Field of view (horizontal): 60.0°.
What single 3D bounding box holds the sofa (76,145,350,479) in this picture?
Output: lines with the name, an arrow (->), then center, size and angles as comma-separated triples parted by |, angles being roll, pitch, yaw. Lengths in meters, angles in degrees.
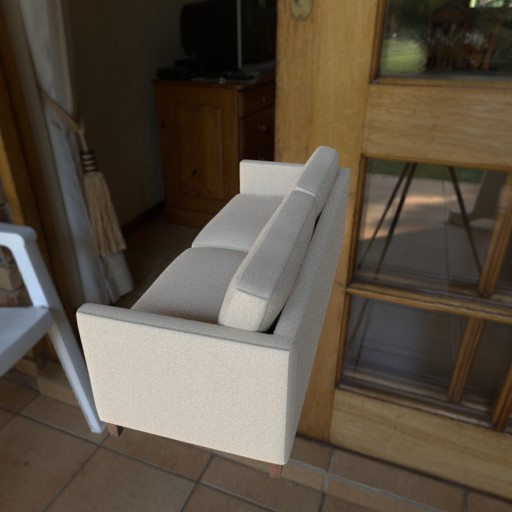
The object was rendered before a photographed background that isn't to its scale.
sofa -> 0.000, 0.000, 2.831 | 0.951, 0.968, 2.361 | 8, 29, 14
